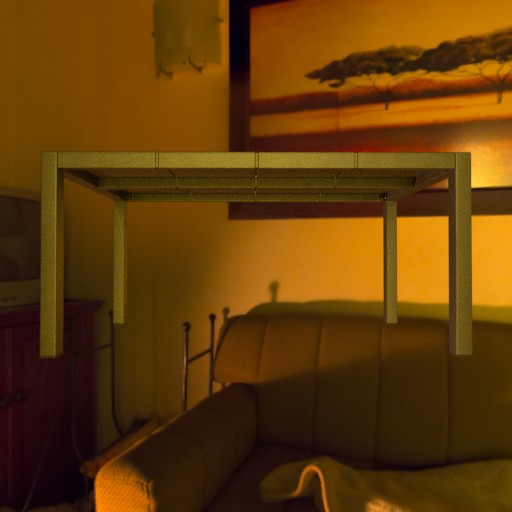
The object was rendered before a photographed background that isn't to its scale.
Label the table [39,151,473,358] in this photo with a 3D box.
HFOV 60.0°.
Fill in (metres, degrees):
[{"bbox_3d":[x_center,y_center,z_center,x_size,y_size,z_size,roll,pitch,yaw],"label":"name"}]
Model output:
[{"bbox_3d":[0.000,0.000,1.267,0.965,0.460,0.559,0,-1,0],"label":"table"}]
